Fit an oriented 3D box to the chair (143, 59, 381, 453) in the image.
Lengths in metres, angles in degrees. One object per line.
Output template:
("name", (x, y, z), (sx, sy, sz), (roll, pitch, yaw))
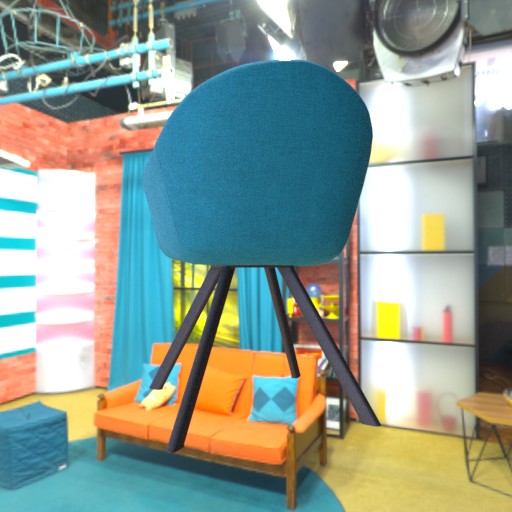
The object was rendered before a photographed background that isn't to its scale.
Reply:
("chair", (0.000, 0.000, 1.131), (0.545, 0.775, 0.565), (0, -1, -18))
